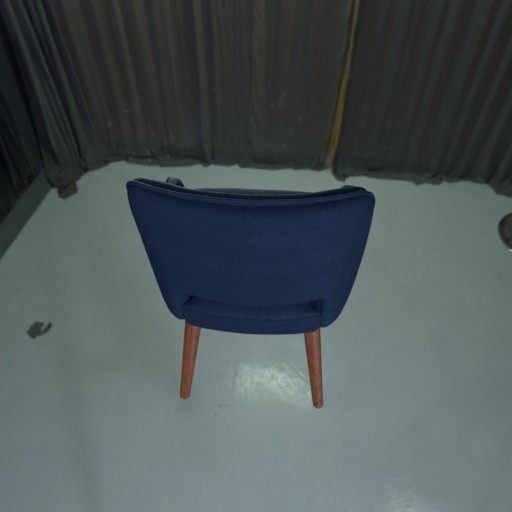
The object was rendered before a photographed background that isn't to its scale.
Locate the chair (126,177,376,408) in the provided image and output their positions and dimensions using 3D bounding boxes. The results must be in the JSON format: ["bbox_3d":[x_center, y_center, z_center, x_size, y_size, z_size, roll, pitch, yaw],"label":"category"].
[{"bbox_3d":[0.000,0.000,1.226,0.559,0.844,0.591,3,47,3],"label":"chair"}]
